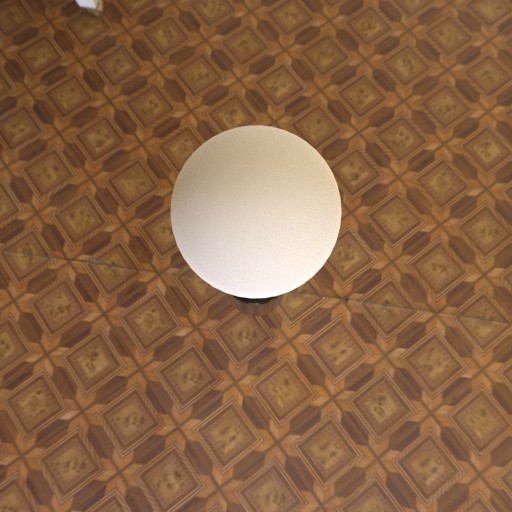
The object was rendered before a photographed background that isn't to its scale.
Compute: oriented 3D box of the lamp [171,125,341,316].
[{"bbox_3d":[0.000,0.000,0.562,0.153,0.480,0.153,0,76,0],"label":"lamp"}]
